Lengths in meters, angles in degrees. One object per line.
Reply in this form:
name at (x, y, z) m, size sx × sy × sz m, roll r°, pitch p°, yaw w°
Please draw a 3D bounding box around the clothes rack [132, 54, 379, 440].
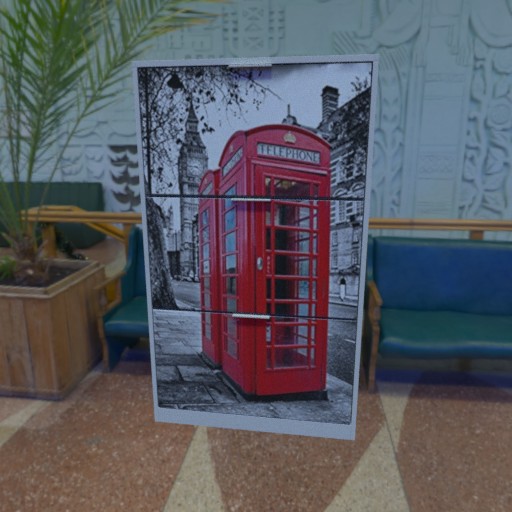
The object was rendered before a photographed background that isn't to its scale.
clothes rack at (0.000, 0.000, 1.591) m, size 0.750 × 1.280 × 0.250 m, roll 2°, pitch 14°, yaw 8°
